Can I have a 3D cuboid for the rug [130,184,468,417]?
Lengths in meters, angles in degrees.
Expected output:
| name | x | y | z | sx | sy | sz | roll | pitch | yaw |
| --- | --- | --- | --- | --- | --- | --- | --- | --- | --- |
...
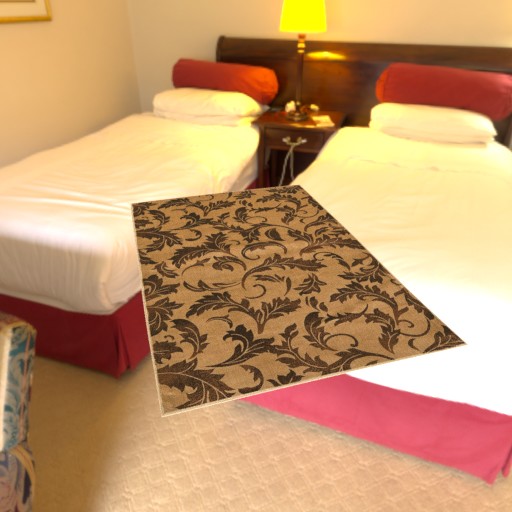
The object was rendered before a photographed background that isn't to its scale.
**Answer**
| name | x | y | z | sx | sy | sz | roll | pitch | yaw |
| --- | --- | --- | --- | --- | --- | --- | --- | --- | --- |
| rug | 0.000 | 0.000 | 2.955 | 1.522 | 0.008 | 2.284 | -9 | 31 | -15 |
